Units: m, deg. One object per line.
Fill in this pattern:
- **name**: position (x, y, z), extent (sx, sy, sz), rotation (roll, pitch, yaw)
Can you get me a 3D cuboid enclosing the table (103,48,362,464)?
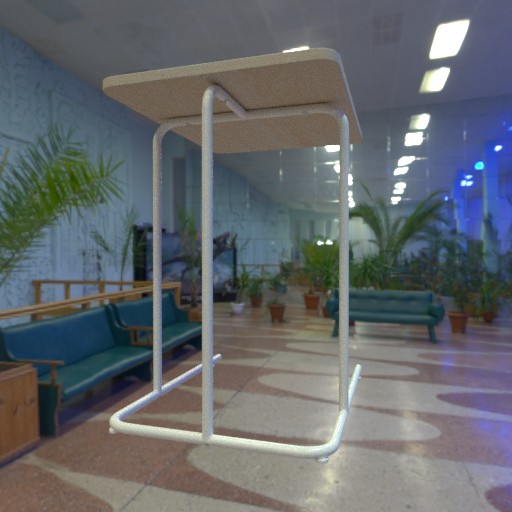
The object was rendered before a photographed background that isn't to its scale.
- **table**: position (0.000, 0.000, 0.859), extent (0.370, 0.550, 0.480), rotation (0, 1, 17)
